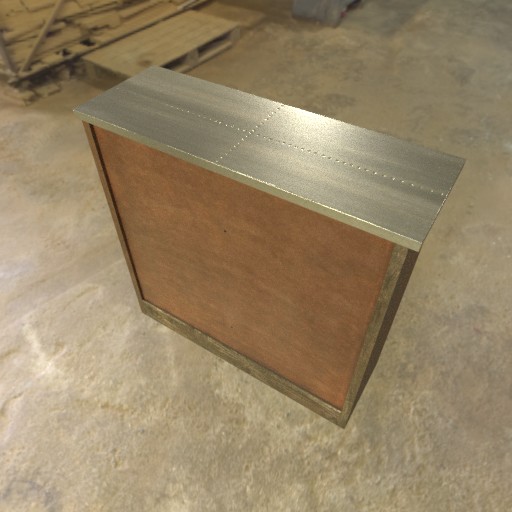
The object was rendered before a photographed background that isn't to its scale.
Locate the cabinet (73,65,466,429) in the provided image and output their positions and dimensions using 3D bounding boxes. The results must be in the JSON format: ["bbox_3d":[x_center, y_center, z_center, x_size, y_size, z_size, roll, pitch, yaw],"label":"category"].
[{"bbox_3d":[0.000,0.000,1.460,0.968,0.919,0.338,25,51,22],"label":"cabinet"}]
